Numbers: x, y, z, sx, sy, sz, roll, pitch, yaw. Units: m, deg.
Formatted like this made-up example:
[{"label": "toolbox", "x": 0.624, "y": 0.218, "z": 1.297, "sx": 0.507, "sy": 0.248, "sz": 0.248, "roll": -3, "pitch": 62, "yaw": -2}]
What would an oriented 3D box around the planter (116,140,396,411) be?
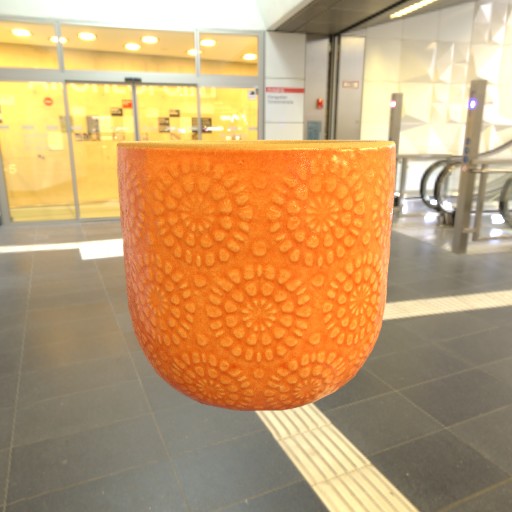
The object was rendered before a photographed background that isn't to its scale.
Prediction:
[{"label": "planter", "x": 0.000, "y": 0.000, "z": 0.288, "sx": 0.170, "sy": 0.152, "sz": 0.170, "roll": 0, "pitch": 15, "yaw": 0}]
